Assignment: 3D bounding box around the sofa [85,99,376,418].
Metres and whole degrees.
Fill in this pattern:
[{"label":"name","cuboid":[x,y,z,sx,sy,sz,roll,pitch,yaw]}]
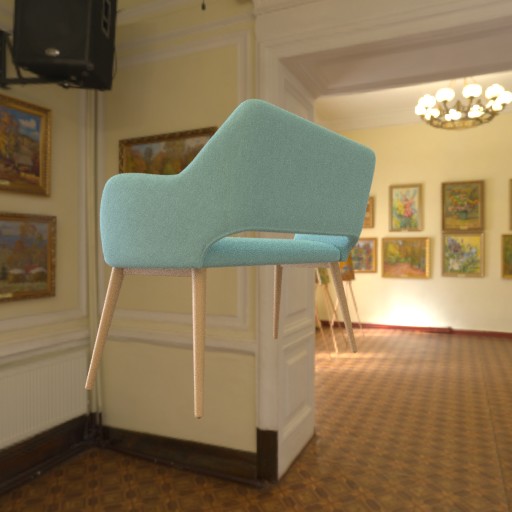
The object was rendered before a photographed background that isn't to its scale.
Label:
[{"label":"sofa","cuboid":[0.000,0.000,1.628,0.610,0.840,1.150,1,1,38]}]
